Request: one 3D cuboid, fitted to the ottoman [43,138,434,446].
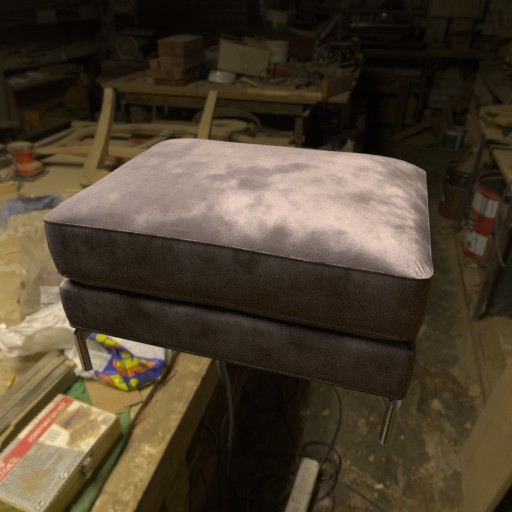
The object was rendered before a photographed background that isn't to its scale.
[{"bbox_3d":[0.000,0.000,1.040,0.719,0.456,0.520,9,32,14],"label":"ottoman"}]
